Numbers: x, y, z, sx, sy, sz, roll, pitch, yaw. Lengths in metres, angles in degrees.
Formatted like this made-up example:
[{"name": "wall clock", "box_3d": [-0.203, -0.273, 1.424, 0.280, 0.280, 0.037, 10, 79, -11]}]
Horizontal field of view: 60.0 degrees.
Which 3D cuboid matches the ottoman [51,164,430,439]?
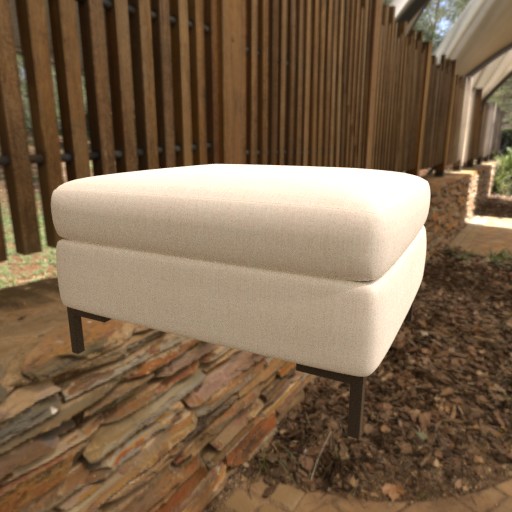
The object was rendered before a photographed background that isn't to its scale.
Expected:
[{"name": "ottoman", "box_3d": [0.000, 0.000, 1.173, 0.794, 0.453, 0.657, 8, 17, 26]}]
